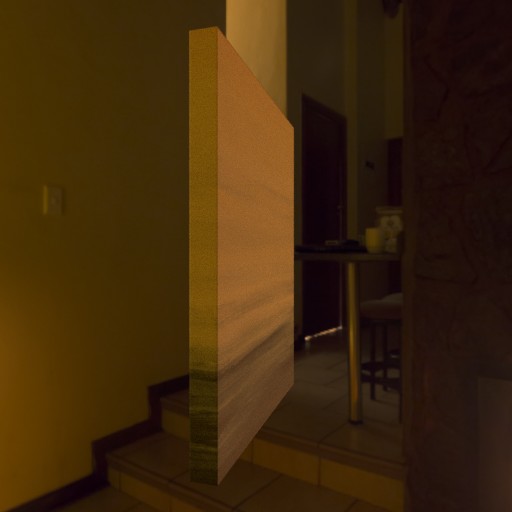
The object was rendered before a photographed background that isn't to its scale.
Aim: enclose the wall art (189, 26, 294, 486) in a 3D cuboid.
[{"bbox_3d":[0.000,0.000,0.826,0.040,0.608,0.489,0,0,17],"label":"wall art"}]
